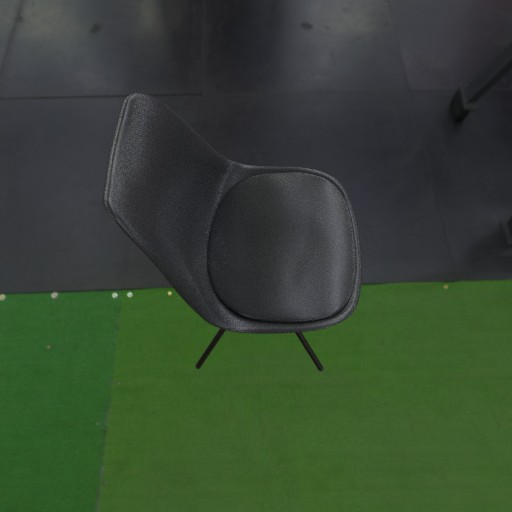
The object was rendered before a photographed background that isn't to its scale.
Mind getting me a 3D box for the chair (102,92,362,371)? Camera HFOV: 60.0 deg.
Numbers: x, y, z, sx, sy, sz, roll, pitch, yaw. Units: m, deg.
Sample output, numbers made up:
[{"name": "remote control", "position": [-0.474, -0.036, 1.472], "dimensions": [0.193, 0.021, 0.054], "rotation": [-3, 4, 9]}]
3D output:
[{"name": "chair", "position": [0.000, 0.000, 1.156], "dimensions": [0.525, 0.850, 0.461], "rotation": [1, 64, 0]}]
